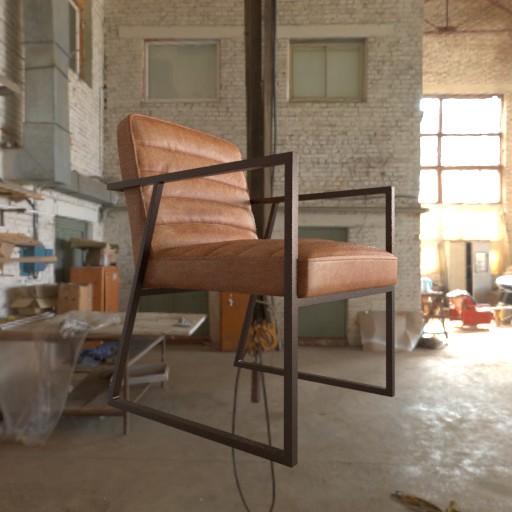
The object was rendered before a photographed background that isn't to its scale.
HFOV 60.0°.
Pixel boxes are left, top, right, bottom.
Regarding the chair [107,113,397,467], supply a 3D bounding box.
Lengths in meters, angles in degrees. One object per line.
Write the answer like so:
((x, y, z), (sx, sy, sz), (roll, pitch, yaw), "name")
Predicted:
((0.000, 0.000, 1.281), (0.677, 0.832, 0.571), (0, 0, 37), "chair")
